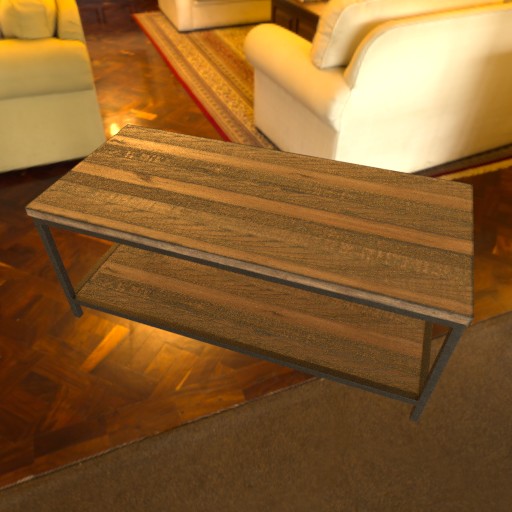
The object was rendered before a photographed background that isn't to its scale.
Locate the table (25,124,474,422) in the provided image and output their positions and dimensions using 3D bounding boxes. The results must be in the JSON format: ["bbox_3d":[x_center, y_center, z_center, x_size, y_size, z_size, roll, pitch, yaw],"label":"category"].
[{"bbox_3d":[0.000,0.000,1.207,0.990,0.399,0.452,13,44,14],"label":"table"}]
